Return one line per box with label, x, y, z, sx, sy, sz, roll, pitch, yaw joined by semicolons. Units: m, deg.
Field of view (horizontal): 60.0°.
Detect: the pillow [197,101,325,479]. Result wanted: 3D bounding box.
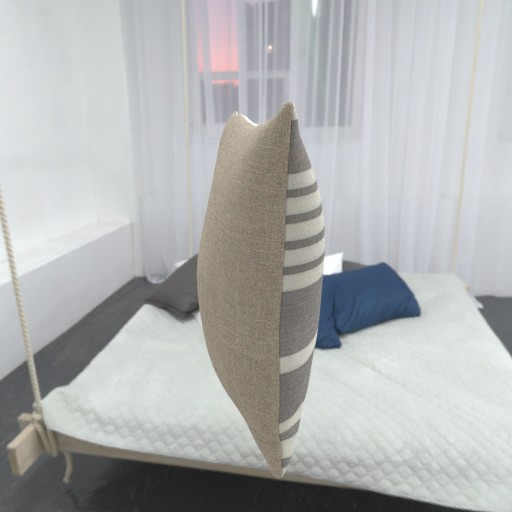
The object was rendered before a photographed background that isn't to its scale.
pillow;0.000;0.000;0.683;0.182;0.440;0.439;-3;18;-9
